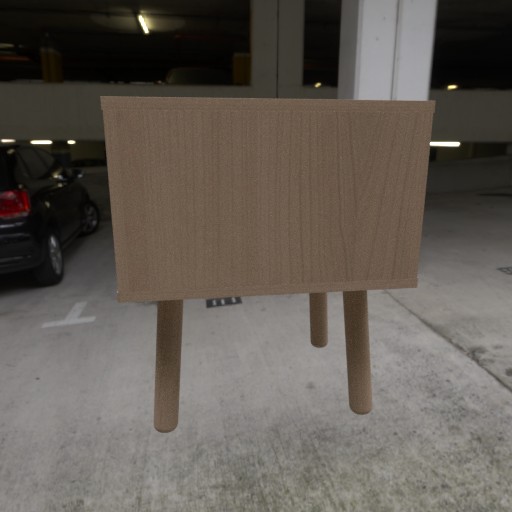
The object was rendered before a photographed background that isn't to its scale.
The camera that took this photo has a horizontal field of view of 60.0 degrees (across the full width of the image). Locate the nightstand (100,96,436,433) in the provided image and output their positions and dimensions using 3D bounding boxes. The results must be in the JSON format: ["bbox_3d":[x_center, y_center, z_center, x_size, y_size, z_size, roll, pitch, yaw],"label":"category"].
[{"bbox_3d":[0.000,0.000,0.836,0.450,0.530,0.380,-2,15,-8],"label":"nightstand"}]
